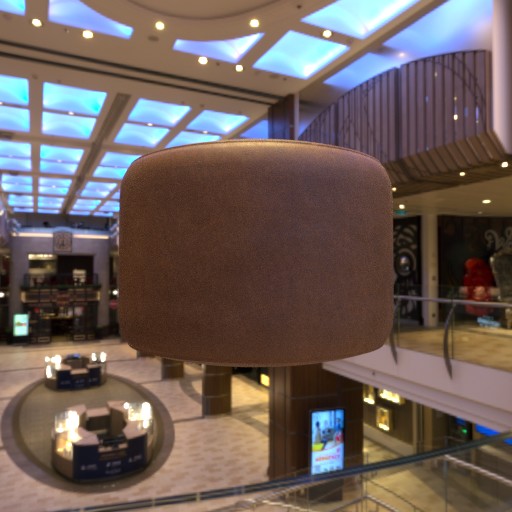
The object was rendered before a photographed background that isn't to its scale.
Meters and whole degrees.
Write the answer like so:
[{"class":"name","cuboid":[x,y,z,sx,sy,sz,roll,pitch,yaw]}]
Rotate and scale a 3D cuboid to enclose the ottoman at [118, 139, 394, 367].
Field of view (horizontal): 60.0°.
[{"class":"ottoman","cuboid":[0.000,0.000,1.026,0.607,0.438,0.607,0,-2,0]}]
